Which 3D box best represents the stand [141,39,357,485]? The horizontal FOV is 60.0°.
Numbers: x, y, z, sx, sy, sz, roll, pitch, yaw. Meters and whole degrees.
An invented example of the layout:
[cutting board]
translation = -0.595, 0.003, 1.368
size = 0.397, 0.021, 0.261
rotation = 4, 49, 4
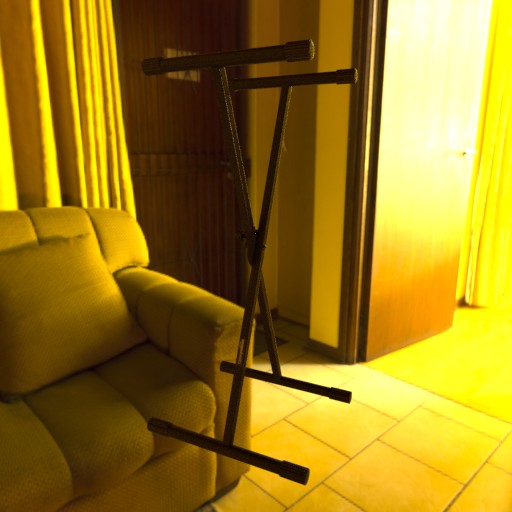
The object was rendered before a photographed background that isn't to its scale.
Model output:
[stand]
translation = 0.000, 0.000, 1.161
size = 0.449, 0.940, 0.409
rotation = 7, 15, 26
